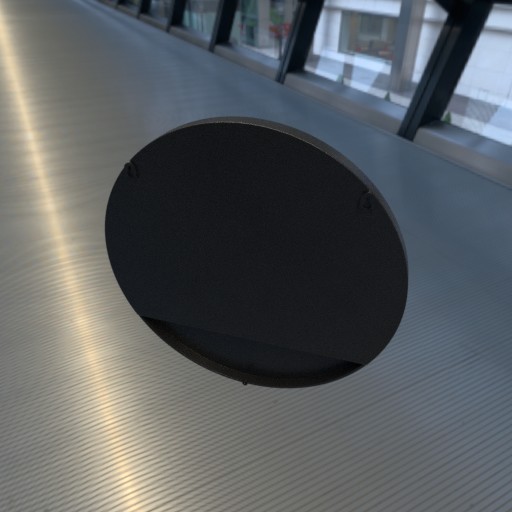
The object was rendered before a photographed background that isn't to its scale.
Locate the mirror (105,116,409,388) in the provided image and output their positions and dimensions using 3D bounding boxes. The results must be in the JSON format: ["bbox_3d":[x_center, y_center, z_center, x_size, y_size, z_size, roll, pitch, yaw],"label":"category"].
[{"bbox_3d":[0.000,0.000,0.700,0.457,0.457,0.133,10,35,14],"label":"mirror"}]
